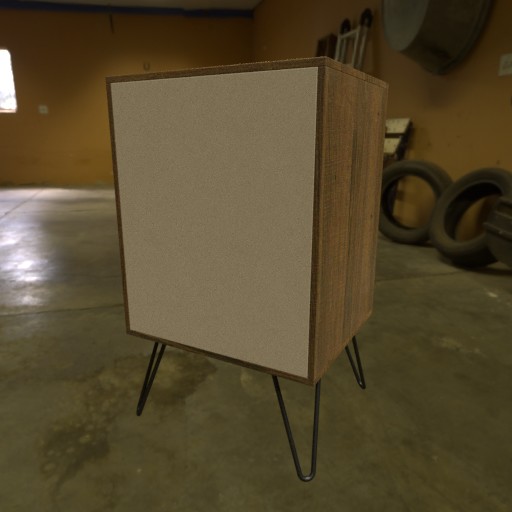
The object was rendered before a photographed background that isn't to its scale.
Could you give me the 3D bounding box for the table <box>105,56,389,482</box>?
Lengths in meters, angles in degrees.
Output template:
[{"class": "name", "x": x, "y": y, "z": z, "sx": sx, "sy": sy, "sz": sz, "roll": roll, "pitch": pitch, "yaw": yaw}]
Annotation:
[{"class": "table", "x": 0.000, "y": 0.000, "z": 1.167, "sx": 0.526, "sy": 0.866, "sz": 0.457, "roll": 8, "pitch": 17, "yaw": 28}]
